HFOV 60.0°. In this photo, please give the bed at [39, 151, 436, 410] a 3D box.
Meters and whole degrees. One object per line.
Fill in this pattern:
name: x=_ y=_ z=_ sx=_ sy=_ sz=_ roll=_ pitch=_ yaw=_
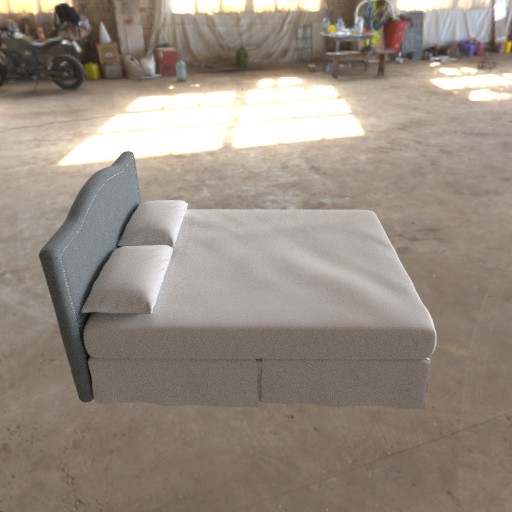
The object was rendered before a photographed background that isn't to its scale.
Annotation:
bed: x=0.000 y=0.000 z=3.914 sx=2.689 sy=1.457 sz=2.161 roll=0 pitch=31 yaw=0
